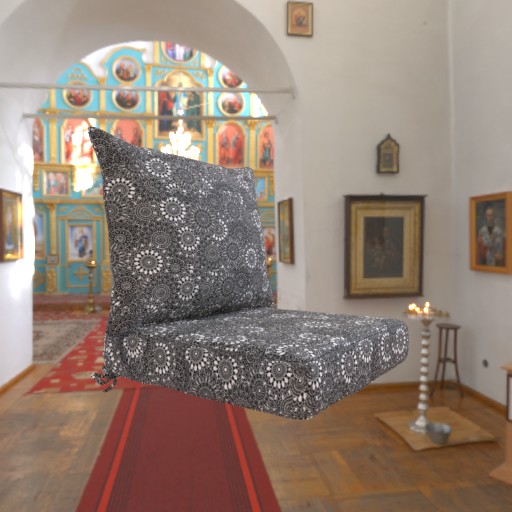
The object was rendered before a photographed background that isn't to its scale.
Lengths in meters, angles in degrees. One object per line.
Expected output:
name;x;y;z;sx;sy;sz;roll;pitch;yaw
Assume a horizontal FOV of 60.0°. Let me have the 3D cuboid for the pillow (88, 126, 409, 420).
pillow;0.000;0.000;1.355;0.740;0.722;0.798;0;0;36
